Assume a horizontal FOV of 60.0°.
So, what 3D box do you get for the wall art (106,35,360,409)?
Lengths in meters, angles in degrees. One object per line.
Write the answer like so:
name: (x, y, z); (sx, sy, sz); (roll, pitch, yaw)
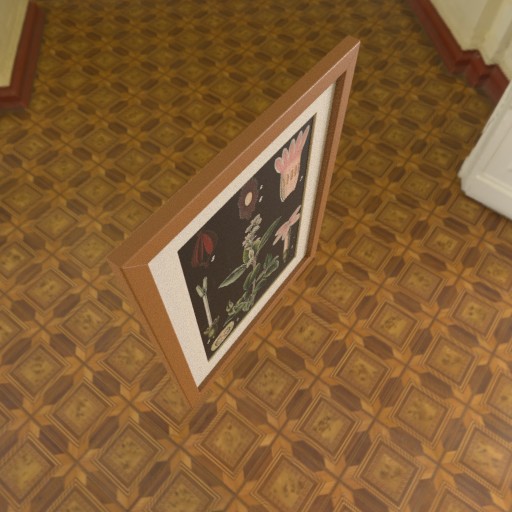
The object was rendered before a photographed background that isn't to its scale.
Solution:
wall art: (0.000, 0.000, 0.512); (0.015, 0.379, 0.310); (32, 63, 19)
